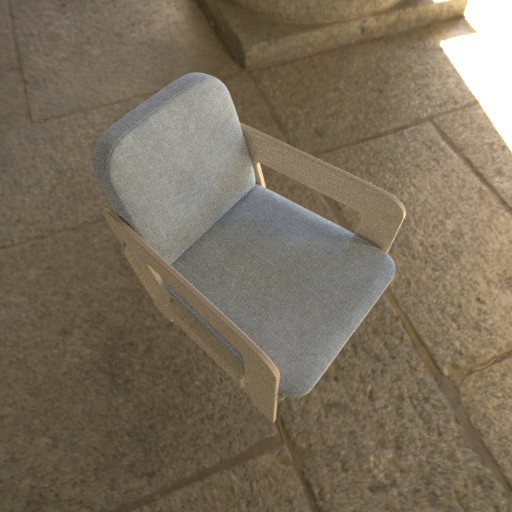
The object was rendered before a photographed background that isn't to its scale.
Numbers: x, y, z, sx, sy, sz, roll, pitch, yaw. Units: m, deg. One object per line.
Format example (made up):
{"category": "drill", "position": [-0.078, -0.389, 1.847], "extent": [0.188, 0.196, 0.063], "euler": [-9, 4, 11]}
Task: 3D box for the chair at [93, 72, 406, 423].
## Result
{"category": "chair", "position": [0.000, 0.000, 1.319], "extent": [0.710, 0.800, 0.590], "euler": [35, 64, 19]}
